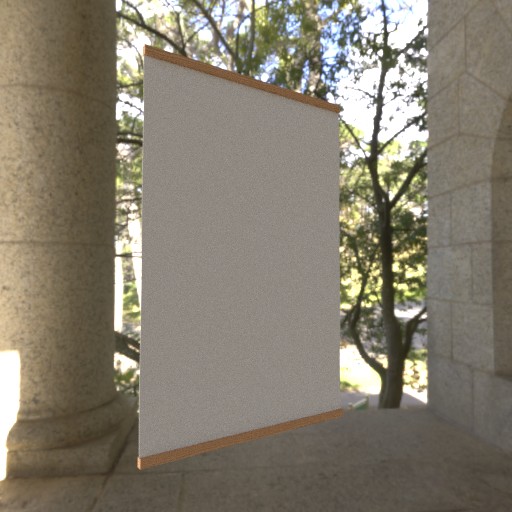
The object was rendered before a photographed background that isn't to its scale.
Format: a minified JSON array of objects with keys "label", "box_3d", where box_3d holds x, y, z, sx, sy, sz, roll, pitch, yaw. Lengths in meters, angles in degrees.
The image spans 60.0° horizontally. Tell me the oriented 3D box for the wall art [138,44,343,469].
[{"label":"wall art","box_3d":[0.000,0.000,1.886,1.011,1.521,0.025,2,-3,-35]}]
